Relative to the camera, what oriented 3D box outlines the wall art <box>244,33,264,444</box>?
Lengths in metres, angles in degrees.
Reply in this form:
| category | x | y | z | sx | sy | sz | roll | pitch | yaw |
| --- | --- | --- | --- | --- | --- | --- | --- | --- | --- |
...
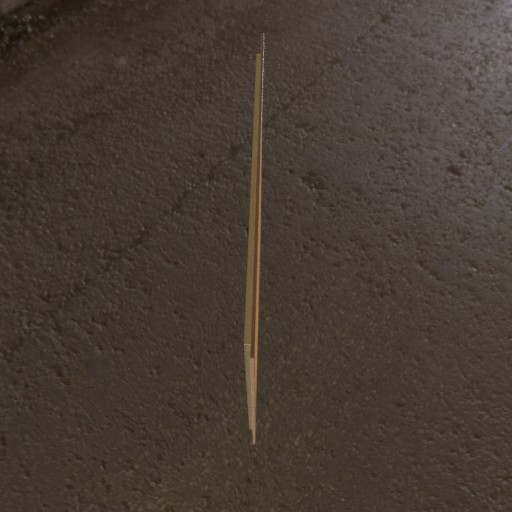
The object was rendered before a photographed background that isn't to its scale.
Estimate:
| category | x | y | z | sx | sy | sz | roll | pitch | yaw |
| --- | --- | --- | --- | --- | --- | --- | --- | --- | --- |
| wall art | 0.000 | 0.000 | 1.689 | 0.025 | 1.067 | 1.168 | 1 | 58 | 1 |
